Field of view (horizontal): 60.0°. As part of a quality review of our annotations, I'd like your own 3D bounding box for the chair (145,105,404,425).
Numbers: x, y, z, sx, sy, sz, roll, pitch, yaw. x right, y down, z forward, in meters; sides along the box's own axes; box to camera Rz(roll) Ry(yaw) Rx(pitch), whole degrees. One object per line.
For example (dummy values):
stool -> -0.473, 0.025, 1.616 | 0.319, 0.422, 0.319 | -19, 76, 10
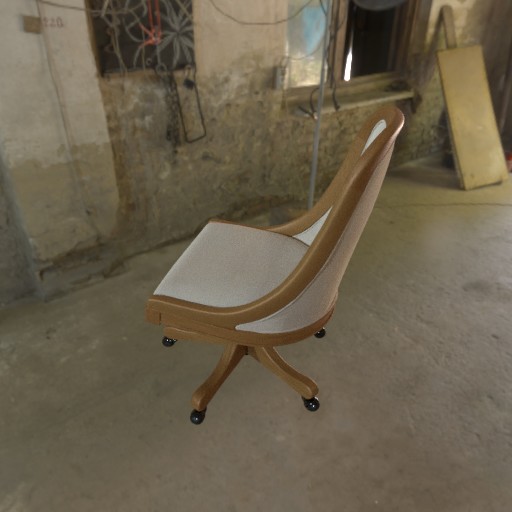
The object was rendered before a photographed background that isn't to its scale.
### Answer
chair -> 0.000, 0.000, 1.519 | 0.811, 1.009, 0.702 | 8, 33, 13
